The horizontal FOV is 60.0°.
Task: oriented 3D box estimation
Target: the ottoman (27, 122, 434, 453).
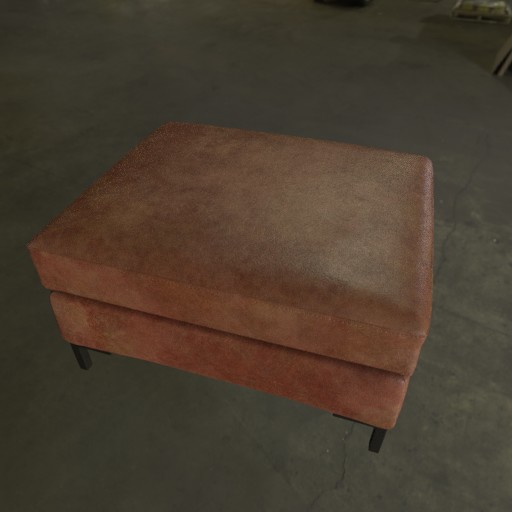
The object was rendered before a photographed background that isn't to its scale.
[{"bbox_3d":[0.000,0.000,1.712,1.186,0.667,0.965,11,41,13],"label":"ottoman"}]
